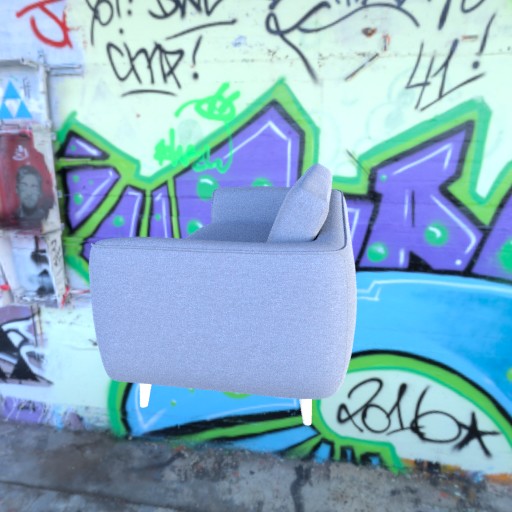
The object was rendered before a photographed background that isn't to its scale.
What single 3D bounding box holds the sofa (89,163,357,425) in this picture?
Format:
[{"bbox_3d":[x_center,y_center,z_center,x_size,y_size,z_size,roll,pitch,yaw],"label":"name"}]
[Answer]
[{"bbox_3d":[0.000,0.000,2.192,0.920,0.850,1.700,3,15,10],"label":"sofa"}]
